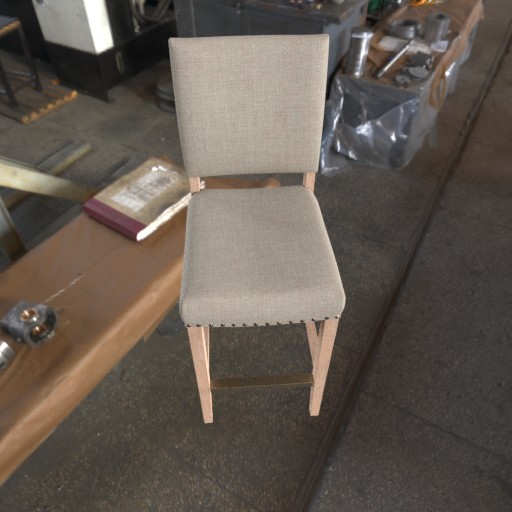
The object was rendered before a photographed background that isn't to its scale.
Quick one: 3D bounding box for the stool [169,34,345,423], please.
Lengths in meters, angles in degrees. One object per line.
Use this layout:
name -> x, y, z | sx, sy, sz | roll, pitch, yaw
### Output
stool -> 0.000, 0.000, 1.433 | 0.445, 1.173, 0.585 | -3, 46, -3
